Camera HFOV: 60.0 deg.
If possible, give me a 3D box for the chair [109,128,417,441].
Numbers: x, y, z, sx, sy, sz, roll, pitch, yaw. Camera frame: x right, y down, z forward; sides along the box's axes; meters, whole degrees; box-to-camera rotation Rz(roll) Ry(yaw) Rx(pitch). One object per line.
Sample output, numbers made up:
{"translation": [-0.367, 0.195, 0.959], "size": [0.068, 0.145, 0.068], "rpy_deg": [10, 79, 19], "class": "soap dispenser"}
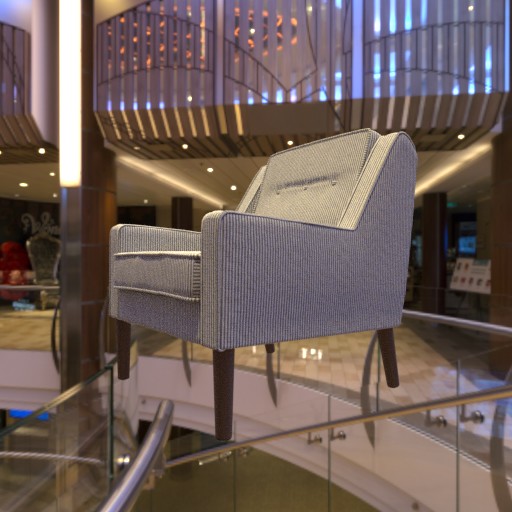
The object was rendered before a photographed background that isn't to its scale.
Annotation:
{"translation": [0.000, 0.000, 1.381], "size": [0.743, 0.792, 0.663], "rpy_deg": [0, 0, -38], "class": "chair"}
